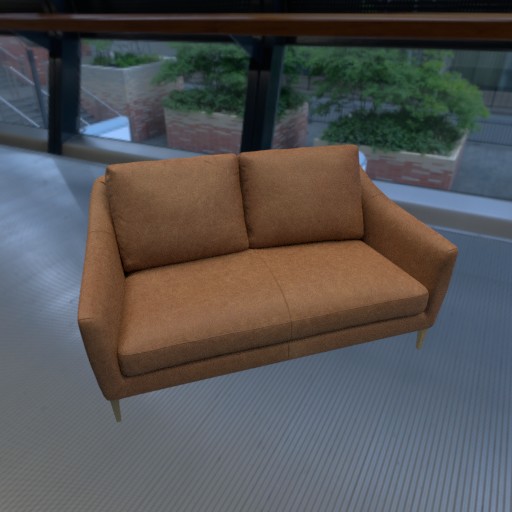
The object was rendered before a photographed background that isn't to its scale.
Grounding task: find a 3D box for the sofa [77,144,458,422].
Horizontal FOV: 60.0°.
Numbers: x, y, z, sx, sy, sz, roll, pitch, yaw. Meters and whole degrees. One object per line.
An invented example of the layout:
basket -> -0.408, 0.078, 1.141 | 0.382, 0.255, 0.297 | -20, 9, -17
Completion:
sofa -> 0.000, 0.000, 2.213 | 1.619, 0.902, 0.960 | -9, 32, -15
